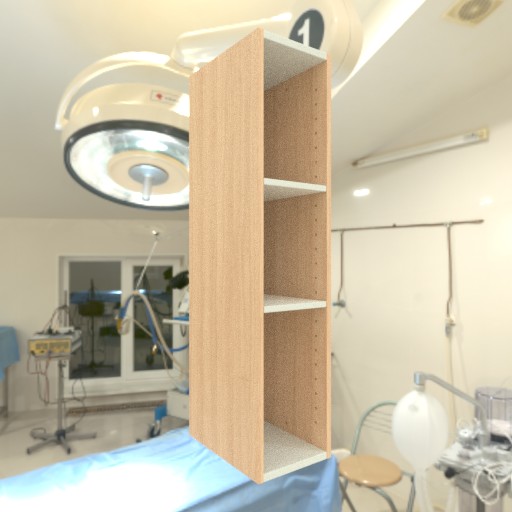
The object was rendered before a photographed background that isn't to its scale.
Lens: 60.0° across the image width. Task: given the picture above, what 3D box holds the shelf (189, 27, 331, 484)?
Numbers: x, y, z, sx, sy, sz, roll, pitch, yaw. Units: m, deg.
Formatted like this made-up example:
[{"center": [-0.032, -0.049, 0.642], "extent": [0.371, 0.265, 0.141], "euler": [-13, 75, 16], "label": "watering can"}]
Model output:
[{"center": [0.000, 0.000, 1.029], "extent": [0.197, 0.882, 0.290], "euler": [0, 0, -36], "label": "shelf"}]
